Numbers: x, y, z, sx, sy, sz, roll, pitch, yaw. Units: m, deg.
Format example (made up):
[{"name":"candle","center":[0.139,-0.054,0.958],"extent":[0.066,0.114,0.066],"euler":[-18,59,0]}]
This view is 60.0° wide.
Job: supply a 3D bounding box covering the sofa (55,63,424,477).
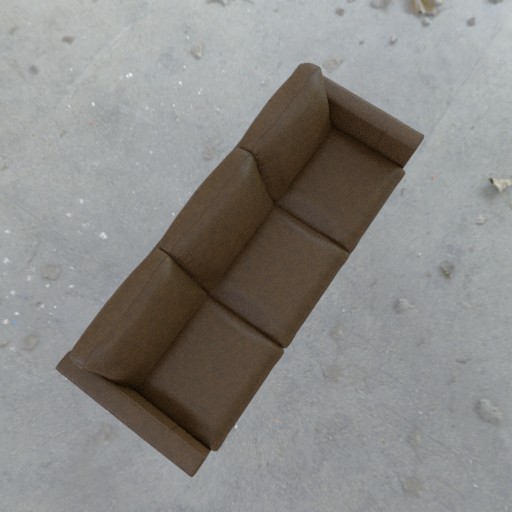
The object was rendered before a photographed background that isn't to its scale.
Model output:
[{"name":"sofa","center":[0.000,0.000,2.608],"extent":[0.903,0.930,2.231],"euler":[34,77,9]}]
